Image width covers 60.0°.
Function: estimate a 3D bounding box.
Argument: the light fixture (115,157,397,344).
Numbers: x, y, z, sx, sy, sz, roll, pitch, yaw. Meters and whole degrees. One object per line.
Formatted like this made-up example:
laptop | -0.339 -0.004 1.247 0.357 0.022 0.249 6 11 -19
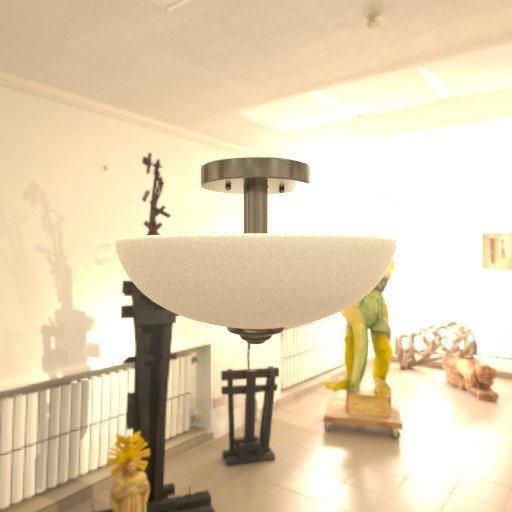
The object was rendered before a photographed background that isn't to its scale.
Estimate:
light fixture | 0.000 0.000 0.544 0.330 0.214 0.330 0 0 0
